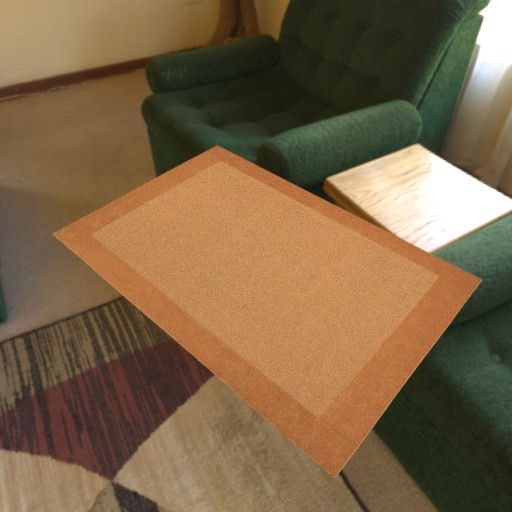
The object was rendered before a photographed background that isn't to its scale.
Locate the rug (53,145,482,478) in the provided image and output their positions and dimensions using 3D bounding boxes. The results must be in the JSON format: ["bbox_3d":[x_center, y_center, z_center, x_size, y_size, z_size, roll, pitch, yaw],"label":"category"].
[{"bbox_3d":[0.000,0.000,2.248,1.829,0.014,1.219,33,53,29],"label":"rug"}]
